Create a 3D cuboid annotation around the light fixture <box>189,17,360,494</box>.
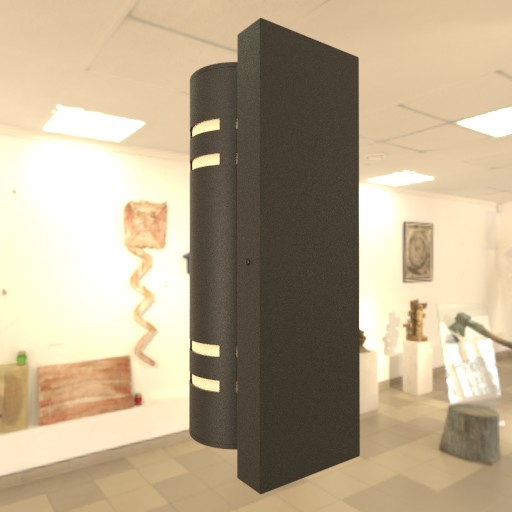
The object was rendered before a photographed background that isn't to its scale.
[{"bbox_3d":[0.000,0.000,0.397,0.105,0.330,0.149,0,-1,-36],"label":"light fixture"}]
